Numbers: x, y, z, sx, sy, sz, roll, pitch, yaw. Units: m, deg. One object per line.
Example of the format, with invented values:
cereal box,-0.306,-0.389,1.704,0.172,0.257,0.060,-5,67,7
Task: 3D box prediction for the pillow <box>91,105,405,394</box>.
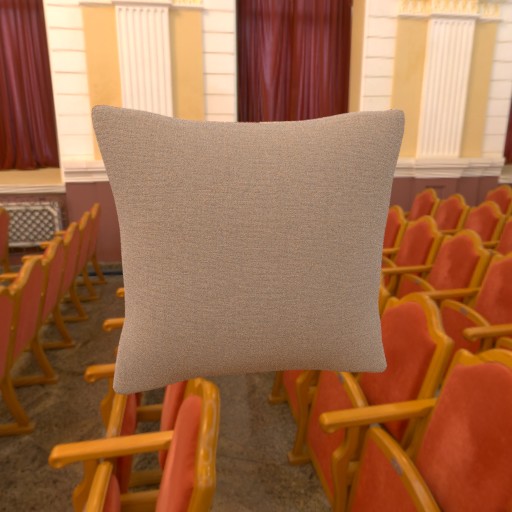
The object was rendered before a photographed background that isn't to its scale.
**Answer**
pillow,0.000,0.000,0.653,0.437,0.419,0.136,-2,15,-9
